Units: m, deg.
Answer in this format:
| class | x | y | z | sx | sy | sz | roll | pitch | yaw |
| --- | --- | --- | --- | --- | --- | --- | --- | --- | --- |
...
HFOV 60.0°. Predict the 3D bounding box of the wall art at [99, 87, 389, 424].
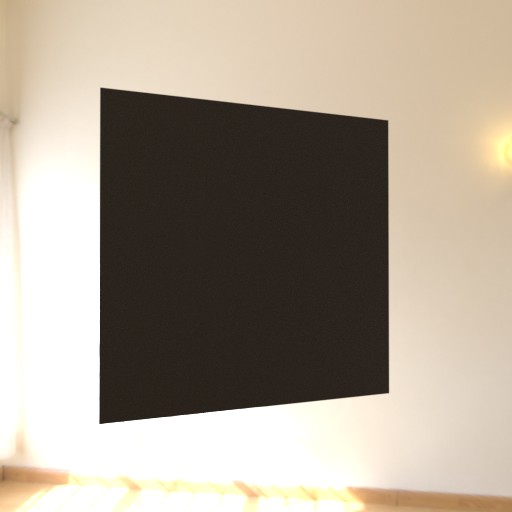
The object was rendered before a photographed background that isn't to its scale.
| class | x | y | z | sx | sy | sz | roll | pitch | yaw |
| --- | --- | --- | --- | --- | --- | --- | --- | --- | --- |
| wall art | 0.000 | 0.000 | 0.762 | 0.507 | 0.507 | 0.038 | 0 | -1 | -18 |
